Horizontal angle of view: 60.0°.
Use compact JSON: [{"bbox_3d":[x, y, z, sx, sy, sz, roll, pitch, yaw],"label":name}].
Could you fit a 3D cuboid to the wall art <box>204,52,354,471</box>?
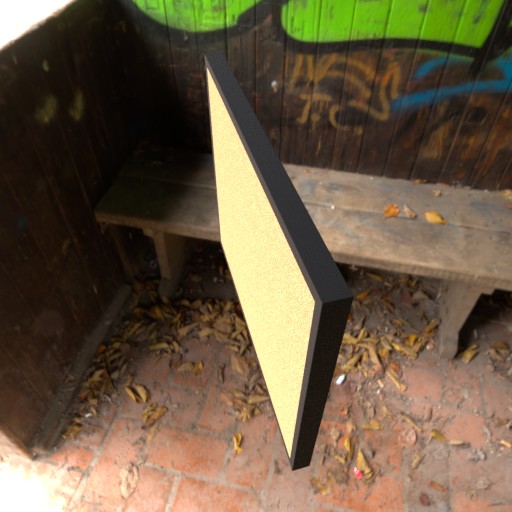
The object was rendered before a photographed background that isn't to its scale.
[{"bbox_3d":[0.000,0.000,0.747,0.030,0.454,0.554,-11,48,-11],"label":"wall art"}]
